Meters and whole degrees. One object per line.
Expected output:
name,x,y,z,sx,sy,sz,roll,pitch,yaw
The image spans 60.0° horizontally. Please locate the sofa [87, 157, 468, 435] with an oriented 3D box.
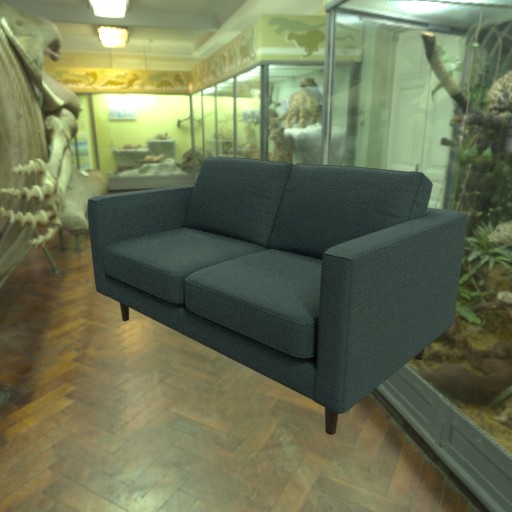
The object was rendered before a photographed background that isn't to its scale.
sofa,0.000,0.000,2.238,1.659,0.907,0.999,15,22,41
